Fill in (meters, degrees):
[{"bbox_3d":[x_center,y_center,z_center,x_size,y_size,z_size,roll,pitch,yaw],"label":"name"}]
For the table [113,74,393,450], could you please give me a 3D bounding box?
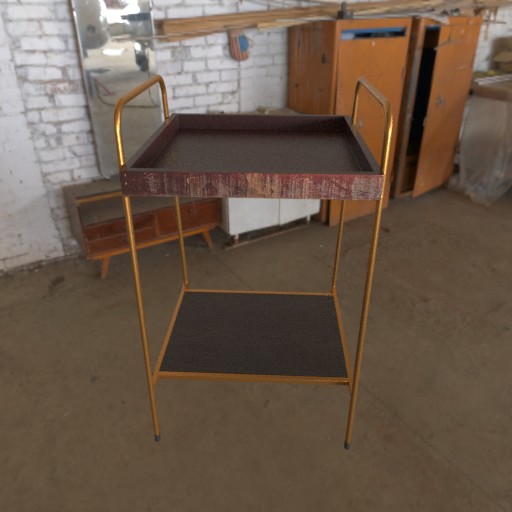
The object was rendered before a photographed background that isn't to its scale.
[{"bbox_3d":[0.000,0.000,0.976,0.430,0.710,0.430,1,30,2],"label":"table"}]
